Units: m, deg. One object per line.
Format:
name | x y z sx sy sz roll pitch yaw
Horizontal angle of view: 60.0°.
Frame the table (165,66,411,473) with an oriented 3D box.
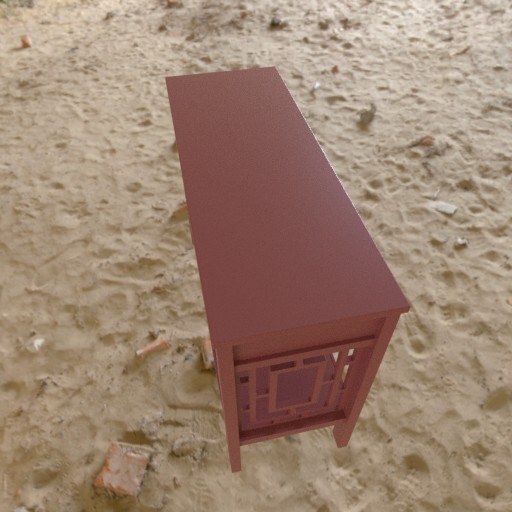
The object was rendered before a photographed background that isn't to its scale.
table | 0.000 0.000 1.452 0.397 0.753 1.068 -9 48 -8
